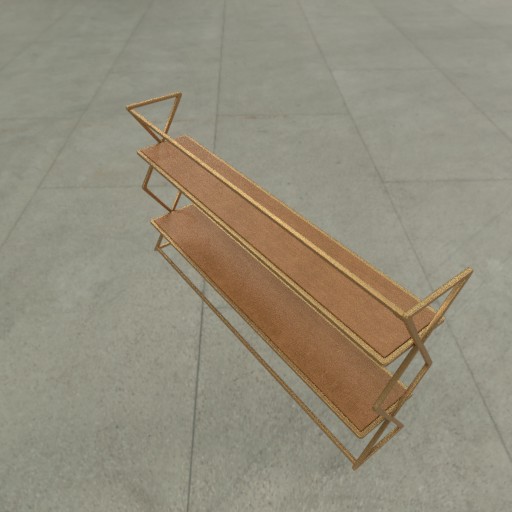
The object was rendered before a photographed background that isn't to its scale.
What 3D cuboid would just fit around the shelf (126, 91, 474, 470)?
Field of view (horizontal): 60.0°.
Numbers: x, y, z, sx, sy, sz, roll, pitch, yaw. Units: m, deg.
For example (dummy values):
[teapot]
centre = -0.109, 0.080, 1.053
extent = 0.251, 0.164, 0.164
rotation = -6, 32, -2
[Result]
[shelf]
centre = 0.000, 0.000, 0.984
extent = 0.150, 0.450, 0.822
rotation = -27, 48, -27
